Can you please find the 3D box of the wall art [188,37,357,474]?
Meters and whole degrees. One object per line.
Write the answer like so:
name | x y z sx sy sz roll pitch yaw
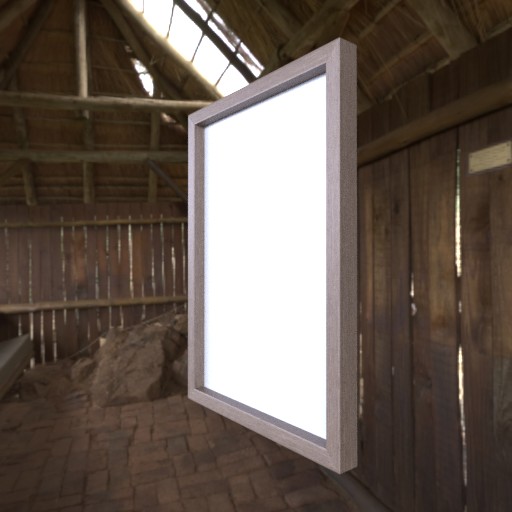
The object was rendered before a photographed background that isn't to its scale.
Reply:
wall art | 0.000 0.000 0.668 0.032 0.510 0.358 0 0 -38
